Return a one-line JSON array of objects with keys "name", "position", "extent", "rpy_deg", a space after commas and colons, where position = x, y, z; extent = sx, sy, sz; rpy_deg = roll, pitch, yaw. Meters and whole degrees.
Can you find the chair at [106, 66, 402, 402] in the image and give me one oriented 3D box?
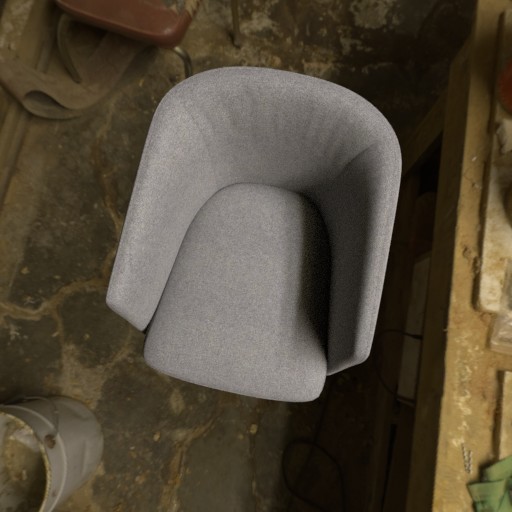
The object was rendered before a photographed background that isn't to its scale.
[{"name": "chair", "position": [0.000, 0.000, 1.650], "extent": [0.822, 0.861, 0.986], "rpy_deg": [12, 77, 3]}]
